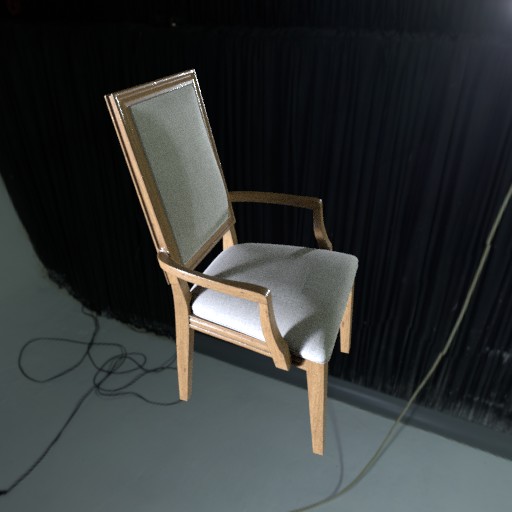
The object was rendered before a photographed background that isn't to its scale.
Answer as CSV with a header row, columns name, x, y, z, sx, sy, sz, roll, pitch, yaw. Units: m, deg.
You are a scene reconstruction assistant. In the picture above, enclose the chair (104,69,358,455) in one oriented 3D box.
name,x,y,z,sx,sy,sz,roll,pitch,yaw
chair,0.000,0.000,1.361,0.602,0.990,0.606,10,32,17
